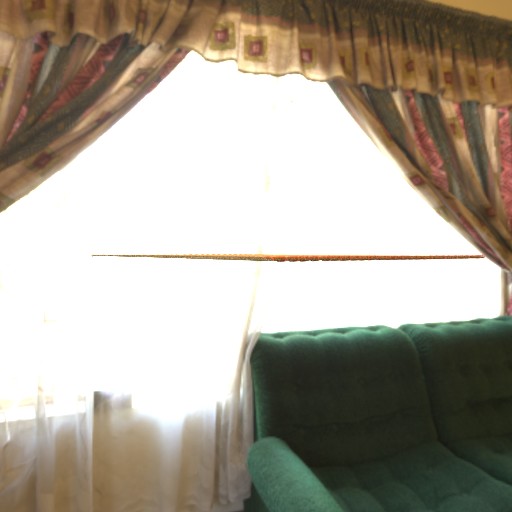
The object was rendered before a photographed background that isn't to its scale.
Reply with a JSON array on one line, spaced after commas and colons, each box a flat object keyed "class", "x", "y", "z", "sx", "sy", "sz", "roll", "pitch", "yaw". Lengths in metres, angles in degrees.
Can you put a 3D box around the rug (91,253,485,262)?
[{"class": "rug", "x": 0.000, "y": 0.000, "z": 2.341, "sx": 1.220, "sy": 0.019, "sz": 1.838, "roll": 0, "pitch": 1, "yaw": -36}]
